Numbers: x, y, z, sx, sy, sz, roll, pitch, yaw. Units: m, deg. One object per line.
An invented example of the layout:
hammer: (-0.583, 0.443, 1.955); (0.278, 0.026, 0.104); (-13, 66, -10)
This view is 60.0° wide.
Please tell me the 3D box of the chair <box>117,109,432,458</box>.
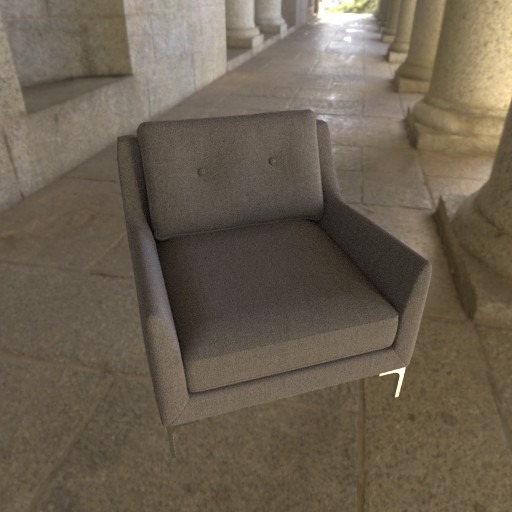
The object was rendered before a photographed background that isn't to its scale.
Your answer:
chair: (0.000, 0.000, 1.564); (0.847, 0.828, 0.849); (-9, 33, -15)
